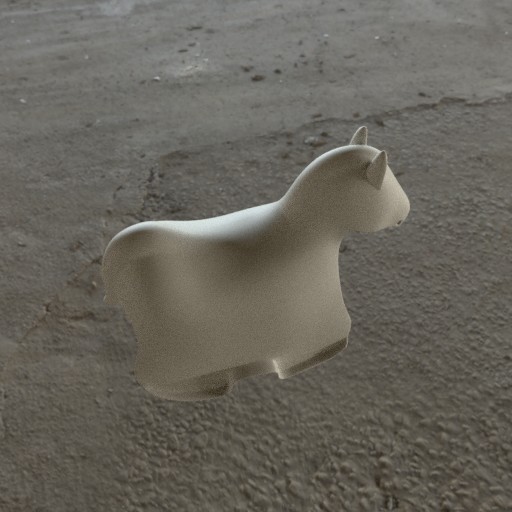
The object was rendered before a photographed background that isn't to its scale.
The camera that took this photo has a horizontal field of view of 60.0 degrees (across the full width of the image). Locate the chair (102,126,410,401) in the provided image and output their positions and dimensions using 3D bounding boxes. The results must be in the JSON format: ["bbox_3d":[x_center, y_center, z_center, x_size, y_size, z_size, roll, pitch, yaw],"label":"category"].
[{"bbox_3d":[0.000,0.000,1.151,0.800,0.612,0.429,-11,48,-10],"label":"chair"}]
